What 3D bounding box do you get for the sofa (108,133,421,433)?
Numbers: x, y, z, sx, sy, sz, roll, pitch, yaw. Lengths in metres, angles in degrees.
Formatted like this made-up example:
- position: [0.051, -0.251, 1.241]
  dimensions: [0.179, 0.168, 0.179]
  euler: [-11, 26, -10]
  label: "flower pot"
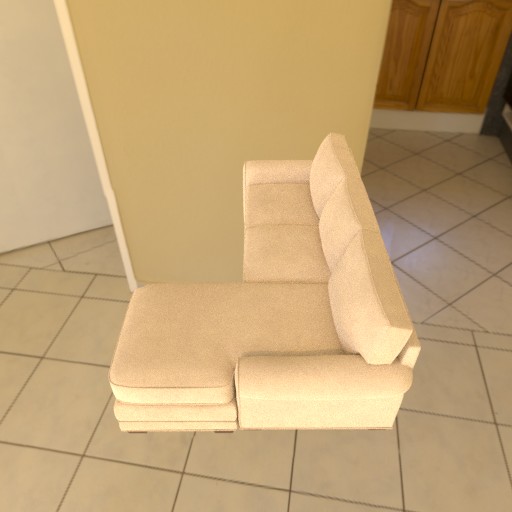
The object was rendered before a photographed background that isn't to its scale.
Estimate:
- position: [0.000, 0.000, 2.403]
  dimensions: [1.226, 0.734, 1.770]
  euler: [0, 40, 0]
  label: "sofa"
